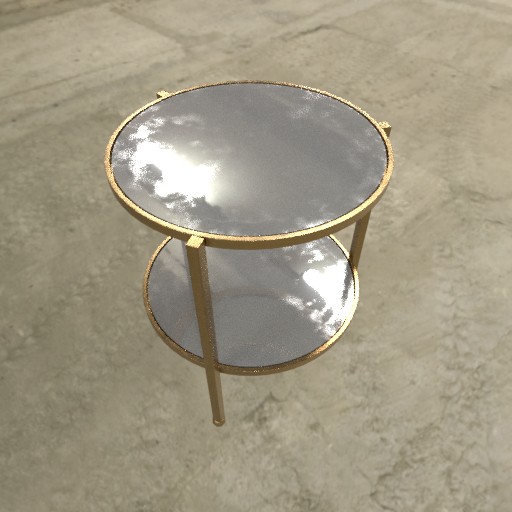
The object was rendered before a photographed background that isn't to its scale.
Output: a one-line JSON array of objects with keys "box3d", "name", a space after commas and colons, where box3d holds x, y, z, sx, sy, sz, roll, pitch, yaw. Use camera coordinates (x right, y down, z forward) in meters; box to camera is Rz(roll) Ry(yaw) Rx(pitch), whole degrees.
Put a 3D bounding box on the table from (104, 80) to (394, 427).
[{"box3d": [0.000, 0.000, 0.461, 0.243, 0.269, 0.231, -10, 47, -10], "name": "table"}]
